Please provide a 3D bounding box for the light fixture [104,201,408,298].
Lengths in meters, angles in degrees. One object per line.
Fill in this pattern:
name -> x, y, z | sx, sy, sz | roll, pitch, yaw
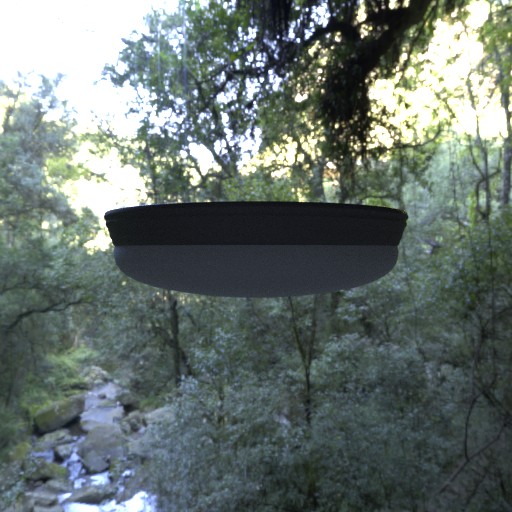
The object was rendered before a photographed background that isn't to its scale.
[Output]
light fixture -> 0.000, 0.000, 0.566 | 0.368, 0.100, 0.368 | 0, 1, 0
